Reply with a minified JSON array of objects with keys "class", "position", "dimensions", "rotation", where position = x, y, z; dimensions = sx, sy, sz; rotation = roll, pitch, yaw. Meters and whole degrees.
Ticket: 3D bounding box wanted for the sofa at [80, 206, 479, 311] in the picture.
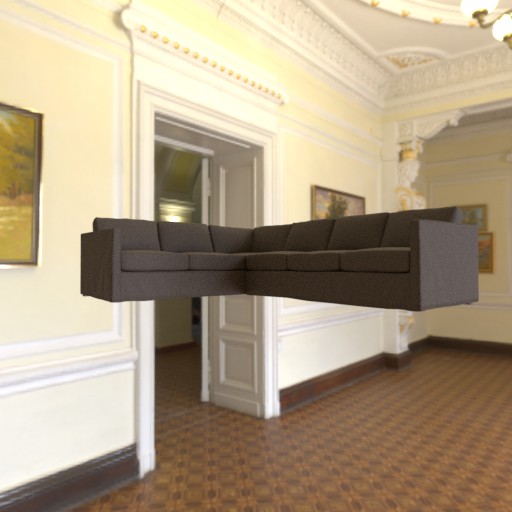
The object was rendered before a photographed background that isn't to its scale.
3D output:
[{"class":"sofa","position":[0.000,0.000,4.329],"dimensions":[2.432,0.871,3.182],"rotation":[1,-1,-38]}]
